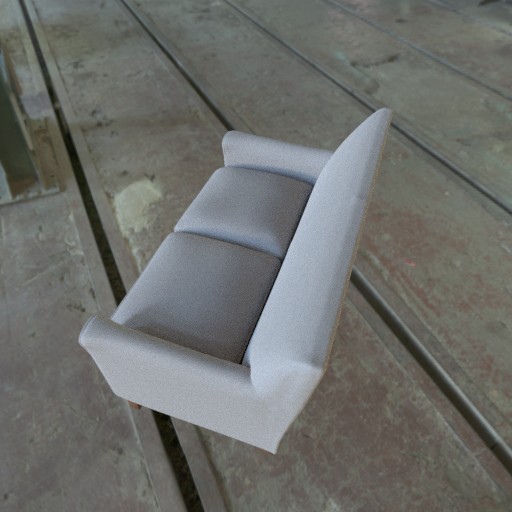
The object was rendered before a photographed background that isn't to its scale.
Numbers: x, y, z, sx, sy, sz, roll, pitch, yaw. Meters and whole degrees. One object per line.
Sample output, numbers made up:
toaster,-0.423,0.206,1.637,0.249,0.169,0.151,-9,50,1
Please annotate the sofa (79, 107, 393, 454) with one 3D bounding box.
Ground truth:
sofa,0.000,0.000,2.049,0.888,0.890,1.482,14,48,13
